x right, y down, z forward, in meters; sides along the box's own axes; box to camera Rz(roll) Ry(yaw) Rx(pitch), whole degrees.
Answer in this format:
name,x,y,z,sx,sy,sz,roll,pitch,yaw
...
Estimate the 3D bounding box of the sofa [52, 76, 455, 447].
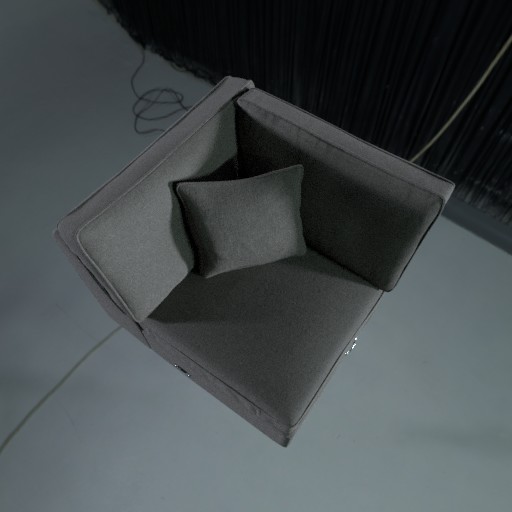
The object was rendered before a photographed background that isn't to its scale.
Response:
name,x,y,z,sx,sy,sz,roll,pitch,yaw
sofa,0.000,0.000,1.946,1.146,1.002,1.084,31,64,17
